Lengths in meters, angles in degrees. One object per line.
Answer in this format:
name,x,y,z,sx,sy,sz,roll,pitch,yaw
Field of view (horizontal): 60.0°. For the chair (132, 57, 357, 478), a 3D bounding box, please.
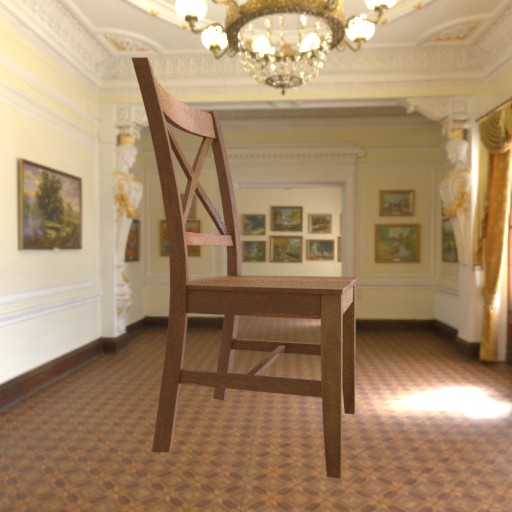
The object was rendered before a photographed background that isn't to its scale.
chair,0.000,0.000,1.259,0.542,0.983,0.485,0,1,17
